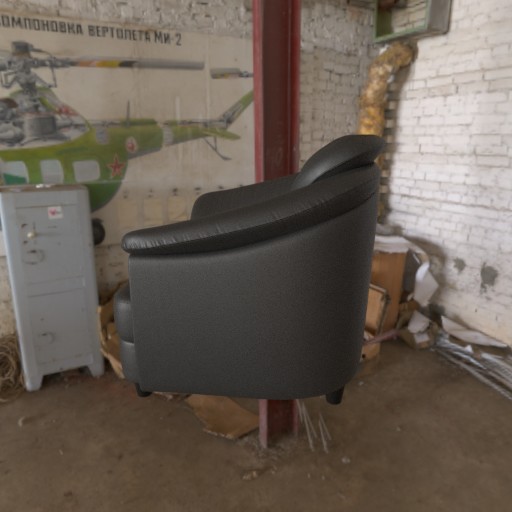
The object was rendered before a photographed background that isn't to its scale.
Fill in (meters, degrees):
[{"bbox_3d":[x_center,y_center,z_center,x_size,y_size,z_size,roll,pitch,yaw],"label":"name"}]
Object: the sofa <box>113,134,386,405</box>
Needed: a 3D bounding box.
[{"bbox_3d":[0.000,0.000,1.534,0.794,0.811,0.870,2,15,8],"label":"sofa"}]
